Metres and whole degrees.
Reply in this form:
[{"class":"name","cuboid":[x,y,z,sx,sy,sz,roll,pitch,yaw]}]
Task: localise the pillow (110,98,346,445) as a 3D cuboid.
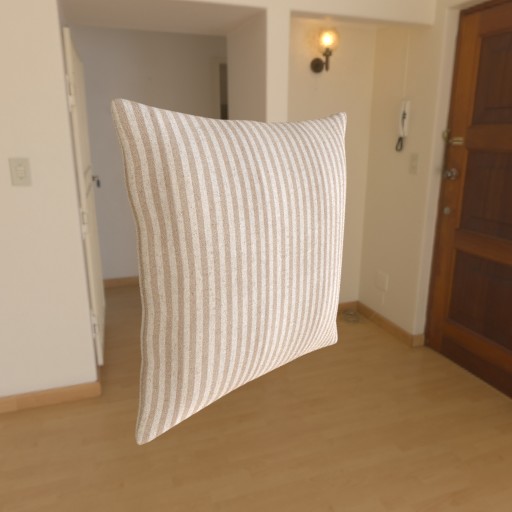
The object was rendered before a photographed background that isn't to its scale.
[{"class":"pillow","cuboid":[0.000,0.000,0.794,0.523,0.510,0.166,-15,21,-43]}]
